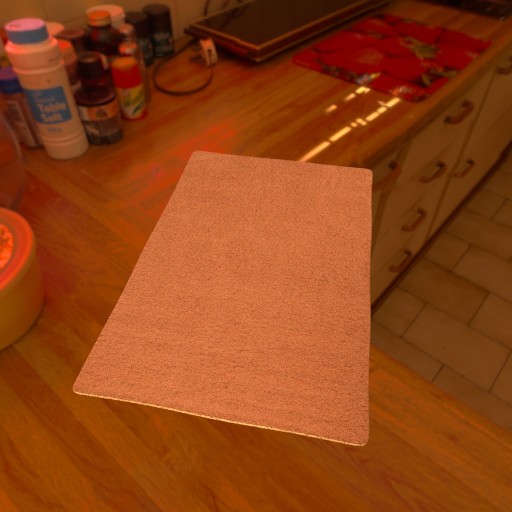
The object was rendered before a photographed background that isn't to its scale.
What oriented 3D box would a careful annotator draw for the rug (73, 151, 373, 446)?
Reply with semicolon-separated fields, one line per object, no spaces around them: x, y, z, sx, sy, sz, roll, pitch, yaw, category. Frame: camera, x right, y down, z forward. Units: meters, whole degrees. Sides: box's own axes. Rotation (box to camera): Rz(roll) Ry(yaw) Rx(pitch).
0.000;0.000;3.523;1.801;0.024;2.700;8;47;7;rug
